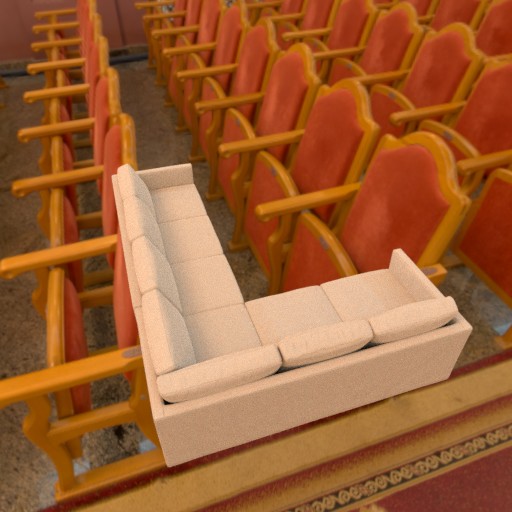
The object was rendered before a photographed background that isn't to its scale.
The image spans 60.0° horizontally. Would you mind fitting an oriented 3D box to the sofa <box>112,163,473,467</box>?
[{"bbox_3d":[0.000,0.000,4.360,2.432,0.871,3.182,-12,42,-14],"label":"sofa"}]
